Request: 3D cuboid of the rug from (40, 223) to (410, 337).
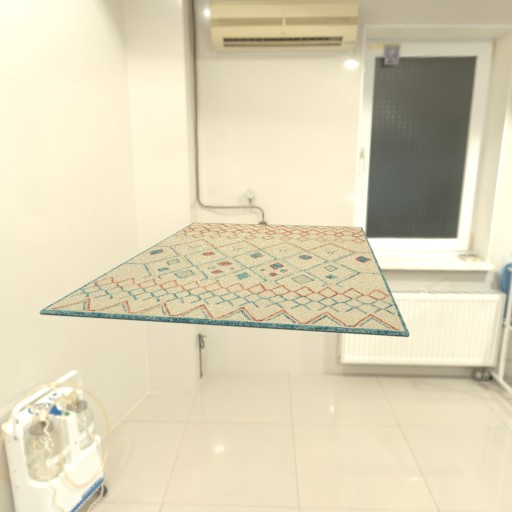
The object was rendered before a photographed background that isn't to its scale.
[{"bbox_3d":[0.000,0.000,2.300,1.219,0.016,1.829,2,14,9],"label":"rug"}]
